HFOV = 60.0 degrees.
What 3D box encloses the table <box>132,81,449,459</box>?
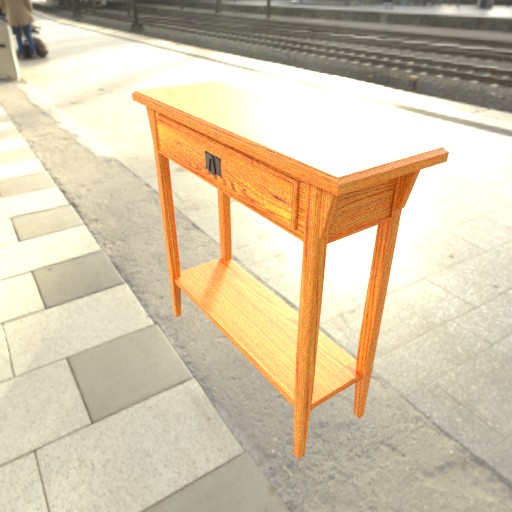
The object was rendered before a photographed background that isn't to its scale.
[{"bbox_3d":[0.000,0.000,1.125,0.254,0.711,0.762,-20,36,-29],"label":"table"}]
